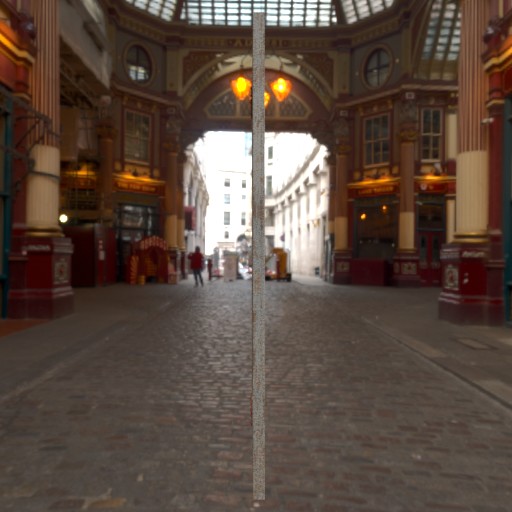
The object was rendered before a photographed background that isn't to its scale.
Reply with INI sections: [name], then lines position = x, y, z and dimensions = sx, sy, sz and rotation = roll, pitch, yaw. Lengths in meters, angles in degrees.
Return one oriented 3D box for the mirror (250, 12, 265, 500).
[mirror]
position = 0.000, 0.000, 1.073
dimensions = 0.027, 0.922, 0.472
rotation = 0, 0, -1
